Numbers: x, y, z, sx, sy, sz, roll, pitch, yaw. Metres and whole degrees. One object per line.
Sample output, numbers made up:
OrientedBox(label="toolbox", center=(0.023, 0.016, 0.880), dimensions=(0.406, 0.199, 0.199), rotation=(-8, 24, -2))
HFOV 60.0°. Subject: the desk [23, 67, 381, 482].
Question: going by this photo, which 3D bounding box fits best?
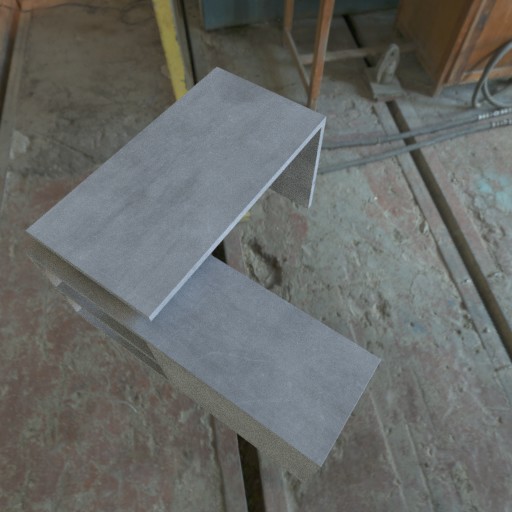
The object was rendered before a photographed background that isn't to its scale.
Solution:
OrientedBox(label="desk", center=(0.000, 0.000, 2.252), dimensions=(1.500, 0.740, 1.400), rotation=(31, 64, 17))
